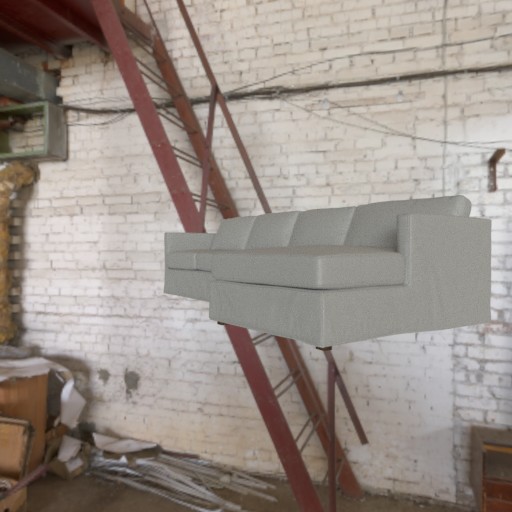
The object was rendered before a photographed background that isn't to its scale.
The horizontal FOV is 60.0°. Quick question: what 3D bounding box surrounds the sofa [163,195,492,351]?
[{"bbox_3d":[0.000,0.000,3.762,1.622,0.867,3.177,0,1,-36],"label":"sofa"}]
